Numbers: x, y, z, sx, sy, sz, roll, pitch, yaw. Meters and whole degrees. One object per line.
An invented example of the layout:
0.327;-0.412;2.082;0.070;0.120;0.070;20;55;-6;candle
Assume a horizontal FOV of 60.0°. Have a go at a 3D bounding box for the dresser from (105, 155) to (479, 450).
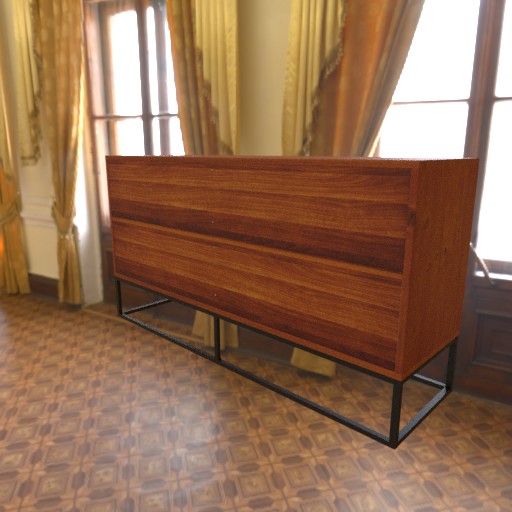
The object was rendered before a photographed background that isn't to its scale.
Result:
0.000;0.000;1.849;1.536;0.810;0.464;12;18;42;dresser
